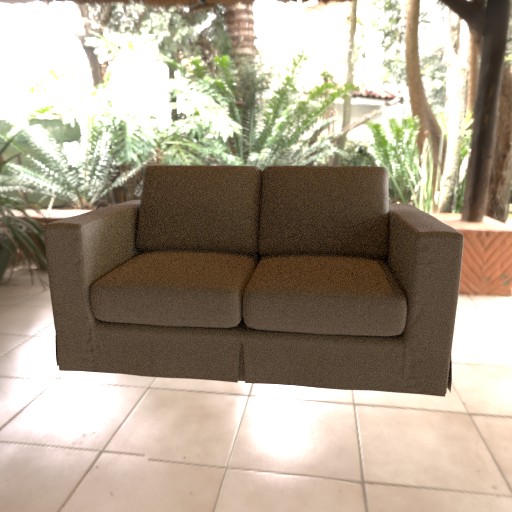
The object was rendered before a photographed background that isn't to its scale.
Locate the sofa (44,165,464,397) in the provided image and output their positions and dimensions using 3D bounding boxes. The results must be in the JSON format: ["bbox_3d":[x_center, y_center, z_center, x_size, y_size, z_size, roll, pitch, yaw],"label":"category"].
[{"bbox_3d":[0.000,0.000,2.364,1.813,0.932,1.009,2,14,7],"label":"sofa"}]
